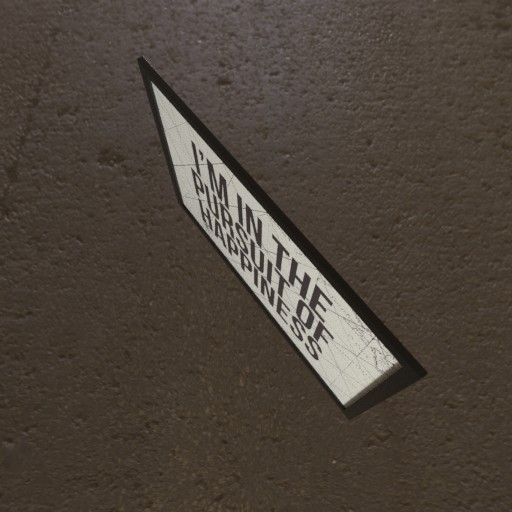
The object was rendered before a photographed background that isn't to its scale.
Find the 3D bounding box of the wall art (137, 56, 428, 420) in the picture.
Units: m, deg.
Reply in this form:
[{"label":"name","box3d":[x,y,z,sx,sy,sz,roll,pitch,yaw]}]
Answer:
[{"label":"wall art","box3d":[0.000,0.000,1.031,0.015,0.552,0.819,-34,68,-15]}]
